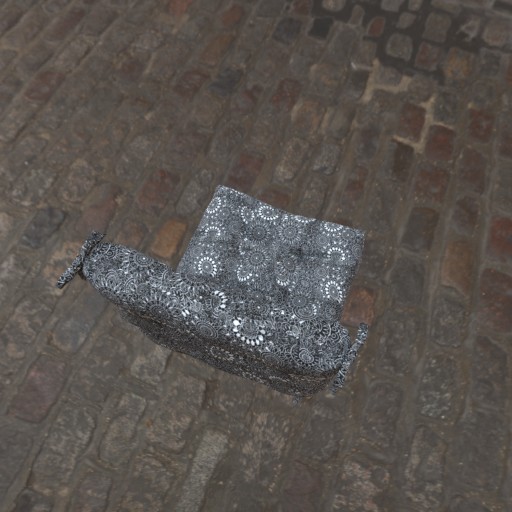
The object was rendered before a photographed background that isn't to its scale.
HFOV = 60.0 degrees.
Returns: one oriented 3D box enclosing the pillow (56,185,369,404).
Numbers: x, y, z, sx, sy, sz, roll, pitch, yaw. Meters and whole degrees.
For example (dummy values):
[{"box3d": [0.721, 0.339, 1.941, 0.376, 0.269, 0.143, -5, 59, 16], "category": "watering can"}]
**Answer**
[{"box3d": [0.000, 0.000, 1.027, 0.519, 0.605, 0.571, 19, 65, 9], "category": "pillow"}]
